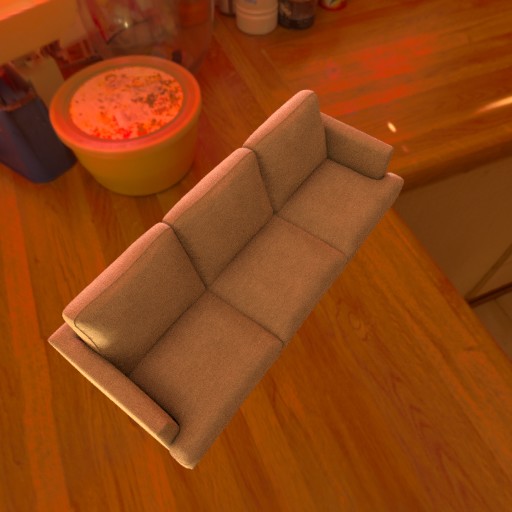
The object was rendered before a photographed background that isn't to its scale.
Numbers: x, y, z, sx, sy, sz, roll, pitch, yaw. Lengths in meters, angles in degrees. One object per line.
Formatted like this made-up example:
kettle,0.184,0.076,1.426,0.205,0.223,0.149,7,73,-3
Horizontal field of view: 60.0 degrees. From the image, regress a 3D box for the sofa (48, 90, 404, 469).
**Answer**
sofa,0.000,0.000,2.668,0.903,0.930,2.246,32,63,19
